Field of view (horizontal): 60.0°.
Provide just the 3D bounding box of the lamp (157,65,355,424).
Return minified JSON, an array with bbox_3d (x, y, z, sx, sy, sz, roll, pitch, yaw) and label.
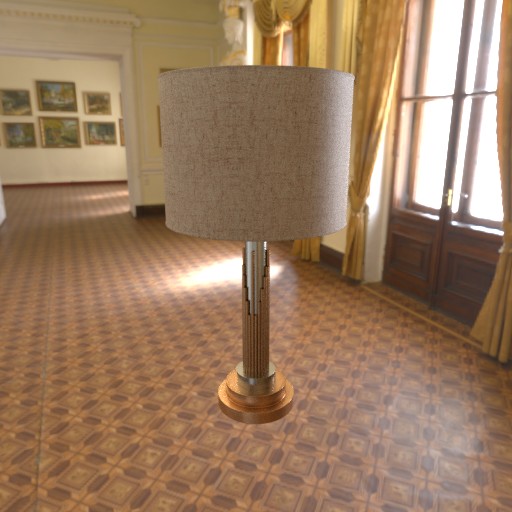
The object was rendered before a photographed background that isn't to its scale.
[{"bbox_3d":[0.000,0.000,0.819,0.321,0.610,0.321,-3,16,-10],"label":"lamp"}]
